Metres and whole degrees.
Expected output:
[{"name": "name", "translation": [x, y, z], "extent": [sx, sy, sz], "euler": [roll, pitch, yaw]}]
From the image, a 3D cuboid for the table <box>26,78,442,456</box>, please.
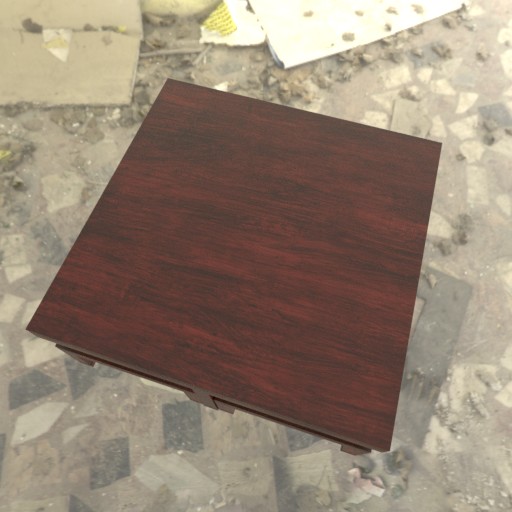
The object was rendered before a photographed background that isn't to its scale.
[{"name": "table", "translation": [0.000, 0.000, 1.328], "extent": [0.865, 0.356, 0.865], "euler": [16, 65, 8]}]
